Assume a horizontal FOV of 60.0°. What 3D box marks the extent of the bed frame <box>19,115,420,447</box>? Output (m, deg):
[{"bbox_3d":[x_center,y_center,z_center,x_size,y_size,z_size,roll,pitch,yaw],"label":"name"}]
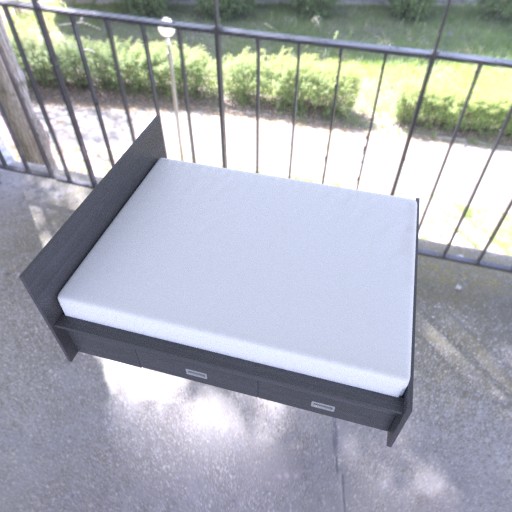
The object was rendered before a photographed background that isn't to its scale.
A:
[{"bbox_3d":[0.000,0.000,2.817,1.960,0.800,1.622,11,47,11],"label":"bed frame"}]
